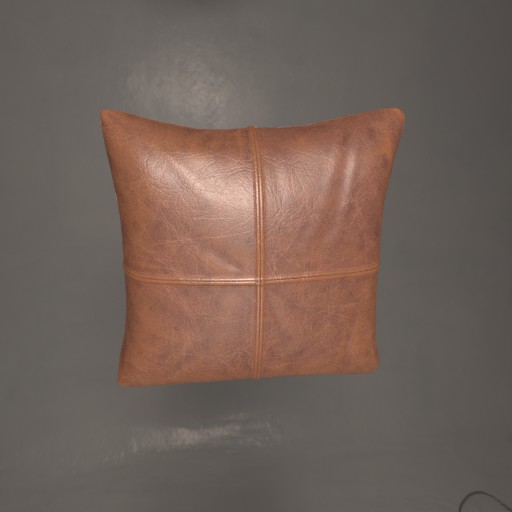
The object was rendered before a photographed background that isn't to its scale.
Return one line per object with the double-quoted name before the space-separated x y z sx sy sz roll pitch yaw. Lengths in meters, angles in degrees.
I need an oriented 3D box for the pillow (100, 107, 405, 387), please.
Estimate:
"pillow" 0.000 0.000 0.734 0.484 0.470 0.192 -2 16 -7
